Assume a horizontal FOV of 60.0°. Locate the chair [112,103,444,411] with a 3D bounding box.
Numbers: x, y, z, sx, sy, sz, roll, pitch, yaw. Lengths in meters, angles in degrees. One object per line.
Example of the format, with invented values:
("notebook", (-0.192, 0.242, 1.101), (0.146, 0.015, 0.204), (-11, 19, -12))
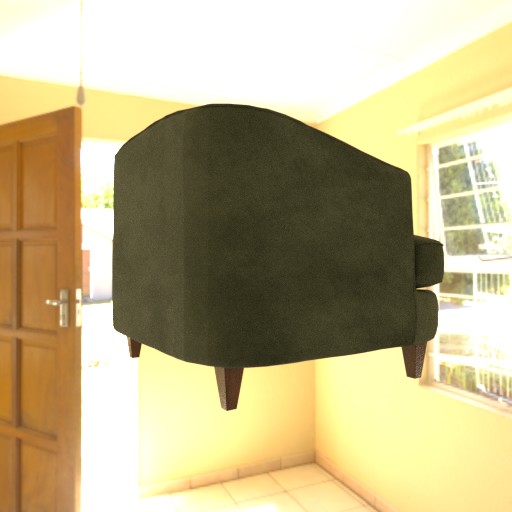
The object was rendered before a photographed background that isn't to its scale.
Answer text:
("chair", (0.000, 0.000, 1.747), (0.941, 0.852, 1.104), (0, -1, -34))
